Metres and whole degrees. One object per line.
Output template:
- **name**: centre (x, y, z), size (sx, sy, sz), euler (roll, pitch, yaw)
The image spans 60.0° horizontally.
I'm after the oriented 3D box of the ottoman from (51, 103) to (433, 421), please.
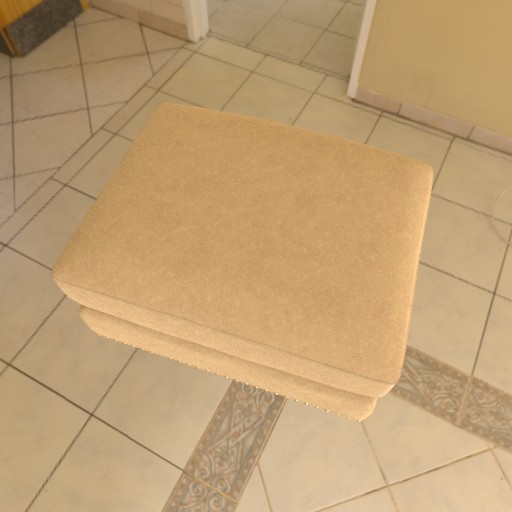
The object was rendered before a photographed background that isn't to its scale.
- **ottoman**: centre (0.000, 0.000, 1.153), size (0.741, 0.513, 0.584), euler (16, 61, 9)
